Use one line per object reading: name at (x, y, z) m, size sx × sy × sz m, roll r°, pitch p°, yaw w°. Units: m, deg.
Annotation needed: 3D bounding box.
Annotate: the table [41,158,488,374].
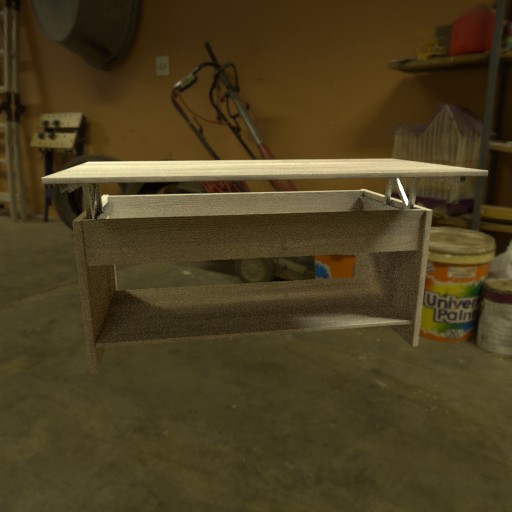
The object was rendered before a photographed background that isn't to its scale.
table at (0.000, 0.000, 1.387) m, size 1.000 × 0.570 × 0.712 m, roll -3°, pitch 16°, yaw -9°
